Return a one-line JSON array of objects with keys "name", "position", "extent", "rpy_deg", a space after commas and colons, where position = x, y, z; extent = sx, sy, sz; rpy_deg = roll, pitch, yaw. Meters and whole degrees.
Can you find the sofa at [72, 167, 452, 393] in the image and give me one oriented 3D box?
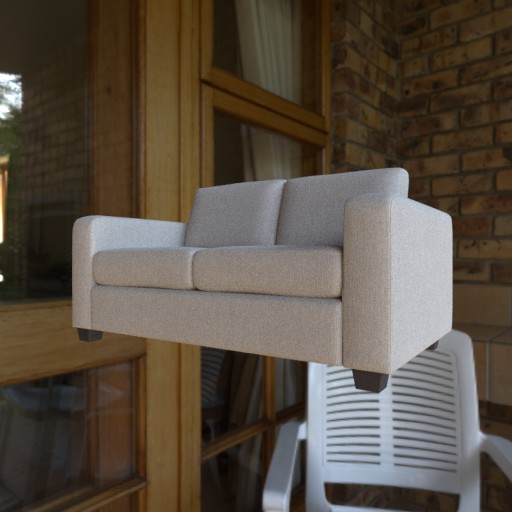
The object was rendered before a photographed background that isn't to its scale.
[{"name": "sofa", "position": [0.000, 0.000, 2.040], "extent": [1.540, 0.800, 0.900], "rpy_deg": [0, 0, 34]}]
